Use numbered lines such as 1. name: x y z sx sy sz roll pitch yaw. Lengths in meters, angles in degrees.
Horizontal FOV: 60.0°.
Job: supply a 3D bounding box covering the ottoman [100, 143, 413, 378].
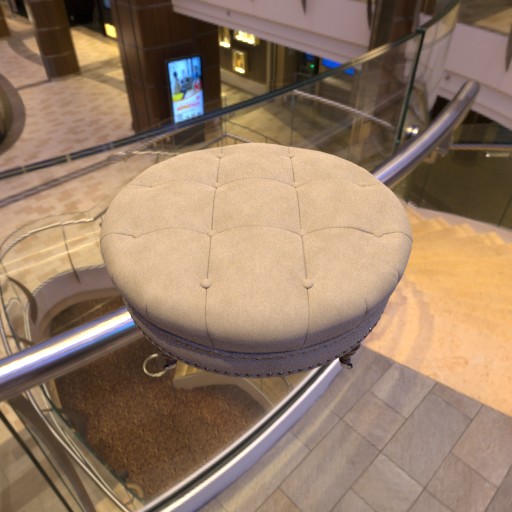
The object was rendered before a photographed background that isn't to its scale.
1. ottoman: 0.000 0.000 1.418 0.901 0.439 0.901 0 41 0
